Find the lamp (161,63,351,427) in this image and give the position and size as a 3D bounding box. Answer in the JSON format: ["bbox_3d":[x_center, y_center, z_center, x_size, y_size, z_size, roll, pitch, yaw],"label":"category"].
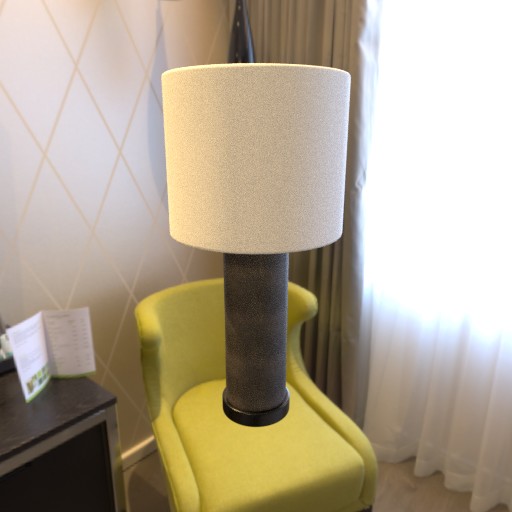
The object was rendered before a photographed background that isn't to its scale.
[{"bbox_3d":[0.000,0.000,0.813,0.305,0.634,0.305,3,16,10],"label":"lamp"}]
